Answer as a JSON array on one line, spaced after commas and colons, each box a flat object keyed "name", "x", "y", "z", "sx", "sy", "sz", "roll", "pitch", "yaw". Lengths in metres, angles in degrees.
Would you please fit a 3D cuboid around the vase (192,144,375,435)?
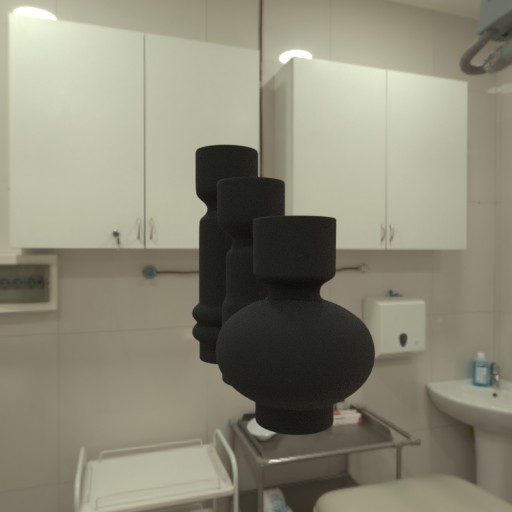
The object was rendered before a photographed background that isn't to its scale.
[{"name": "vase", "x": 0.000, "y": 0.000, "z": 0.427, "sx": 0.120, "sy": 0.249, "sz": 0.307, "roll": 0, "pitch": 1, "yaw": -18}]
